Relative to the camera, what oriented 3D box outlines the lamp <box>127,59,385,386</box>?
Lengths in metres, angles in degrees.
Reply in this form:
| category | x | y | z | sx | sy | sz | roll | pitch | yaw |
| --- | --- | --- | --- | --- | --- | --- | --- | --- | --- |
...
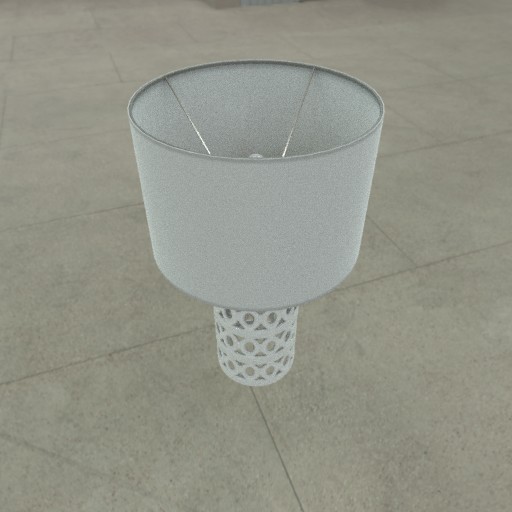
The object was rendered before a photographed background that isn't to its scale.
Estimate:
| category | x | y | z | sx | sy | sz | roll | pitch | yaw |
| --- | --- | --- | --- | --- | --- | --- | --- | --- | --- |
| lamp | 0.000 | 0.000 | 0.701 | 0.310 | 0.502 | 0.310 | 0 | 41 | 0 |
